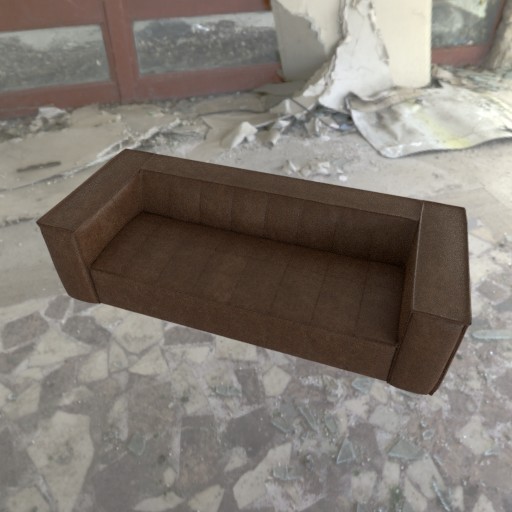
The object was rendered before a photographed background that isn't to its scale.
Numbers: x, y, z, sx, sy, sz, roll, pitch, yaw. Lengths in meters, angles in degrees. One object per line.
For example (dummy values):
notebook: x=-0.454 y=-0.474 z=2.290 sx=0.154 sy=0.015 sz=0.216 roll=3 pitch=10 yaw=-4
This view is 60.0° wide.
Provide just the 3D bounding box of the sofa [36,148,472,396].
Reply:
sofa: x=0.000 y=0.000 z=3.021 sx=2.581 sy=0.701 sz=1.102 roll=13 pitch=43 yaw=14
